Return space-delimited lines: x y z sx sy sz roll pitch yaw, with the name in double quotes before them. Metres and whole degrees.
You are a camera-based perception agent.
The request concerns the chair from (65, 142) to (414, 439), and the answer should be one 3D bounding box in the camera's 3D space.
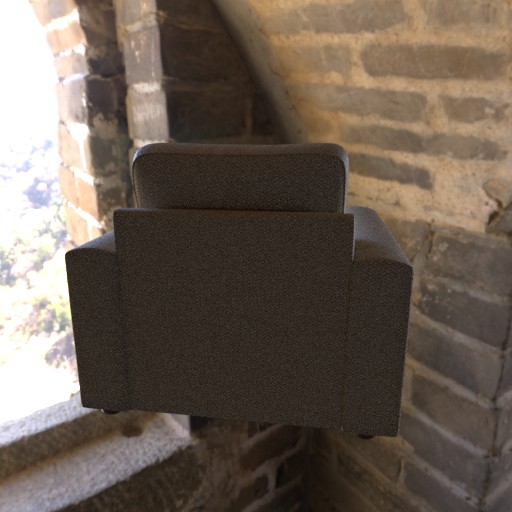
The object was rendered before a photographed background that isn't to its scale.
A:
"chair" 0.000 0.000 1.745 1.005 0.873 1.016 2 15 8
